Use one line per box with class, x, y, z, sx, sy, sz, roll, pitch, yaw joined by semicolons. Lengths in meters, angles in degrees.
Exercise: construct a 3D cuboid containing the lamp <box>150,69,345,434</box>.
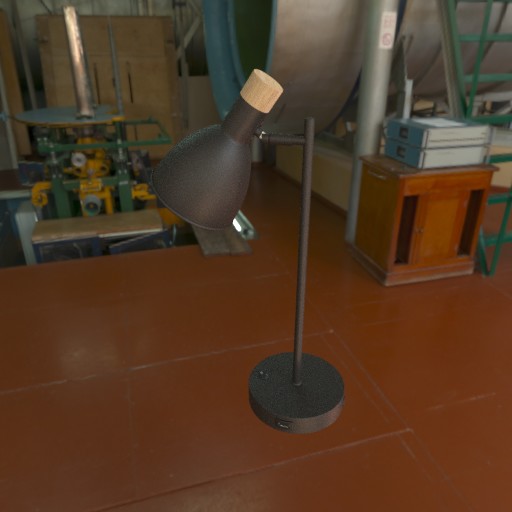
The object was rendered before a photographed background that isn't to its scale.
lamp;0.000;0.000;0.621;0.287;0.483;0.152;8;27;16
